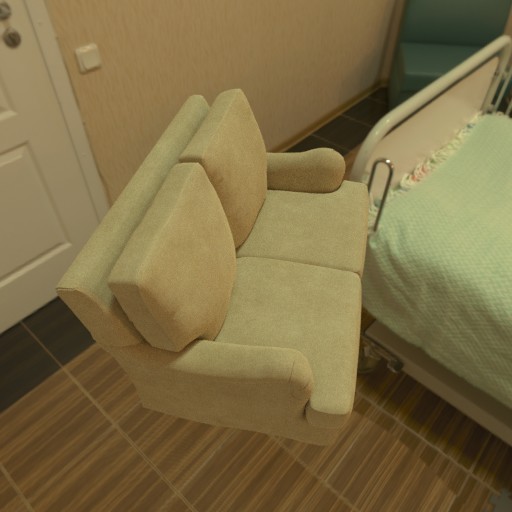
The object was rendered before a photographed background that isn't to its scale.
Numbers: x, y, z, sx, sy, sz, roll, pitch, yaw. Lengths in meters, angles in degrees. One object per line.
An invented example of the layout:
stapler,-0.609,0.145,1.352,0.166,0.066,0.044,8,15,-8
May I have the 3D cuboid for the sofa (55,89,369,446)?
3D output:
sofa,0.000,0.000,2.213,1.086,1.087,1.498,9,47,9
